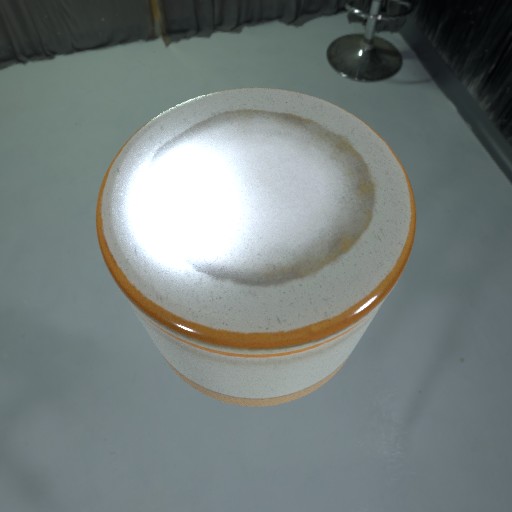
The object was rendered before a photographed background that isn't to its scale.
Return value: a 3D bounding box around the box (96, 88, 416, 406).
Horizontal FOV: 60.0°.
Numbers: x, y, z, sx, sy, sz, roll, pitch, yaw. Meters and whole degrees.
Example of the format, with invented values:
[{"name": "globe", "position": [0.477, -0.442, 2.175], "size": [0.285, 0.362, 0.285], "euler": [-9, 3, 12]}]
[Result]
[{"name": "box", "position": [0.000, 0.000, 0.211], "size": [0.123, 0.100, 0.123], "euler": [0, 59, 0]}]
